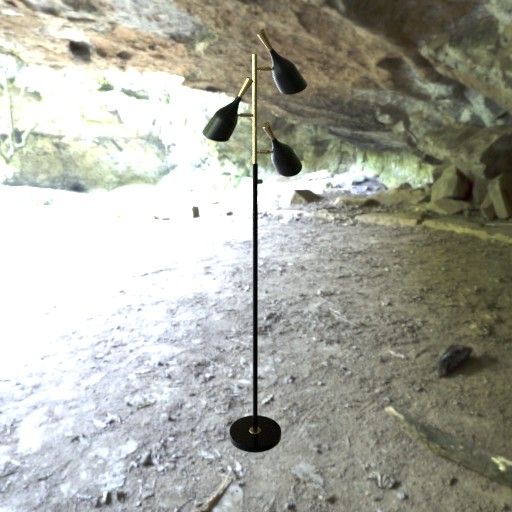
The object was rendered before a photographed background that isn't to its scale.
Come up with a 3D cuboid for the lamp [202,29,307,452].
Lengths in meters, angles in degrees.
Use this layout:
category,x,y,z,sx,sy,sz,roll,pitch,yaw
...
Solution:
category,x,y,z,sx,sy,sz,roll,pitch,yaw
lamp,0.000,0.000,1.929,0.434,1.778,0.253,-2,14,-8
